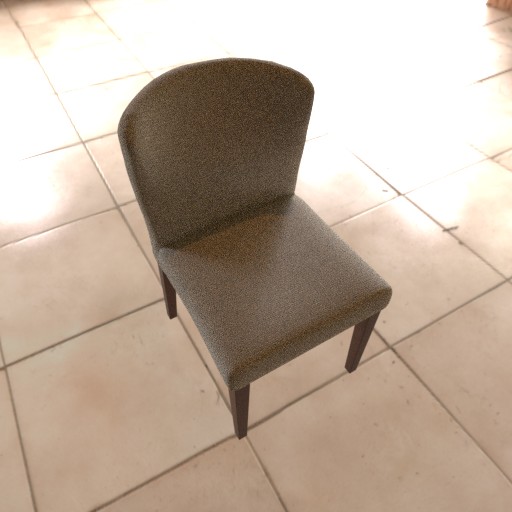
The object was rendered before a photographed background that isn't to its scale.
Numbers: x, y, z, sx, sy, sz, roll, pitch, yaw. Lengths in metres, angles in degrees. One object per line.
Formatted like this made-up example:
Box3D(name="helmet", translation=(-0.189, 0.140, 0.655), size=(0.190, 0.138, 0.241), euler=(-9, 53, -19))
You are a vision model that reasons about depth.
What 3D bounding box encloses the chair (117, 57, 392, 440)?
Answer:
Box3D(name="chair", translation=(0.000, 0.000, 1.199), size=(0.491, 0.839, 0.589), euler=(-24, 52, -20))
